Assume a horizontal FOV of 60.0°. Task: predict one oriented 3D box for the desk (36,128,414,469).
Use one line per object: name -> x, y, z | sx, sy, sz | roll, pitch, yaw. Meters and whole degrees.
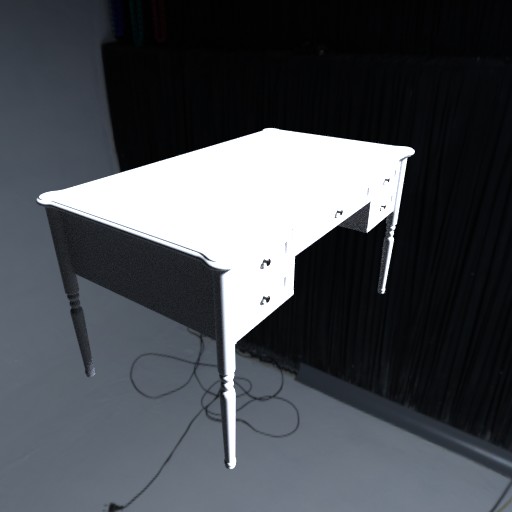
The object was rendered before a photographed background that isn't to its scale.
desk -> 0.000, 0.000, 1.881 | 0.807, 0.762, 1.380 | 18, 32, 31
